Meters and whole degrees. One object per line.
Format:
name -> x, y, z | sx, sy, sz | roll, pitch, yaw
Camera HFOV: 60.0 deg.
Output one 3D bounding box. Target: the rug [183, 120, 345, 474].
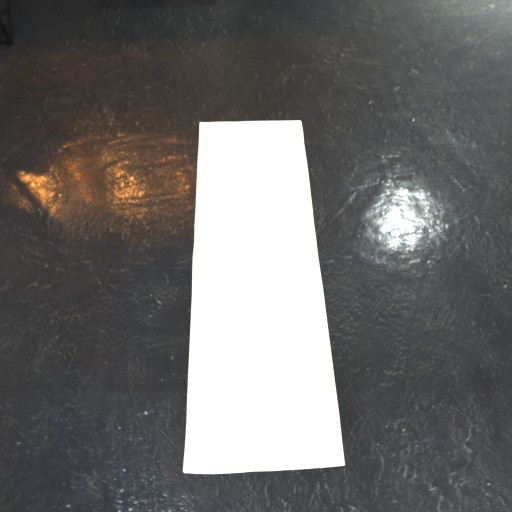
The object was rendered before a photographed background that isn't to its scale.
rug -> 0.000, 0.000, 2.781 | 0.793, 0.014, 2.450 | -2, 58, -1
